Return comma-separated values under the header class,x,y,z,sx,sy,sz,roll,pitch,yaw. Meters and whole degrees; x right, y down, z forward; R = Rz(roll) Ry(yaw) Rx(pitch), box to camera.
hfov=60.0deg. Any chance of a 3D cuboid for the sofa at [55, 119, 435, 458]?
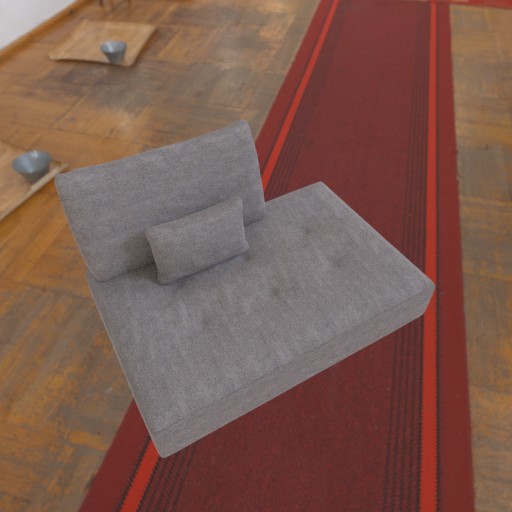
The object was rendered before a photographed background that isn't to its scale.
class,x,y,z,sx,sy,sz,roll,pitch,yaw
sofa,0.000,0.000,2.054,1.450,0.820,1.002,-23,51,-20
